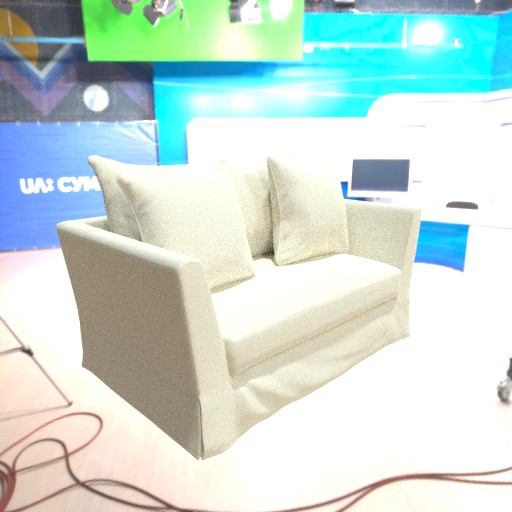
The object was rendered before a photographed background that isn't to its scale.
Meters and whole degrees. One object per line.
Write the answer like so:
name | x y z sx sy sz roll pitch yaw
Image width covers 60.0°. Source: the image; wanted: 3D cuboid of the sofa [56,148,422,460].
sofa | 0.000 0.000 2.265 1.608 1.039 1.026 -14 20 -43
